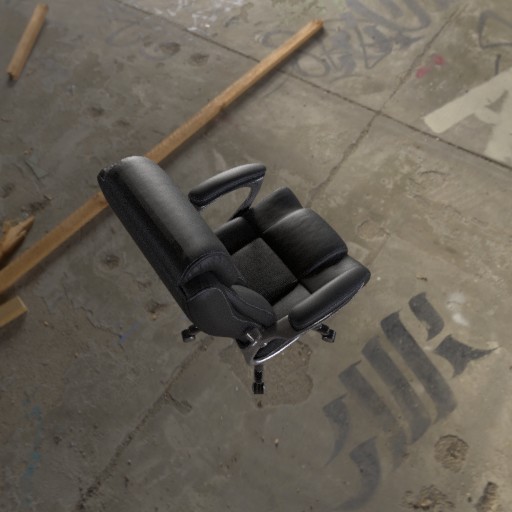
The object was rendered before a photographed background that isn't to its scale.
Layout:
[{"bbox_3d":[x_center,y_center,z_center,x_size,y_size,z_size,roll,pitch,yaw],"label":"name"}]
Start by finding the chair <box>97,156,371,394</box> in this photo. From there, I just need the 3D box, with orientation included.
[{"bbox_3d":[0.000,0.000,1.694,0.784,1.167,0.741,-32,65,-17],"label":"chair"}]
